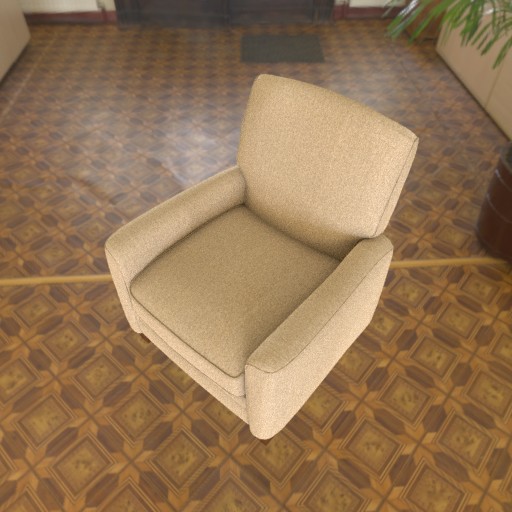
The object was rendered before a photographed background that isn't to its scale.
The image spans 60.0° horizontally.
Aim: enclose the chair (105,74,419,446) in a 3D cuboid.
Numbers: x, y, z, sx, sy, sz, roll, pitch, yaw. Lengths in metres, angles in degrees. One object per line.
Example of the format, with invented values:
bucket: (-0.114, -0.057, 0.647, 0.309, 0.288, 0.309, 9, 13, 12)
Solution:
chair: (0.000, 0.000, 1.687, 0.848, 1.014, 0.864, 32, 55, 27)
